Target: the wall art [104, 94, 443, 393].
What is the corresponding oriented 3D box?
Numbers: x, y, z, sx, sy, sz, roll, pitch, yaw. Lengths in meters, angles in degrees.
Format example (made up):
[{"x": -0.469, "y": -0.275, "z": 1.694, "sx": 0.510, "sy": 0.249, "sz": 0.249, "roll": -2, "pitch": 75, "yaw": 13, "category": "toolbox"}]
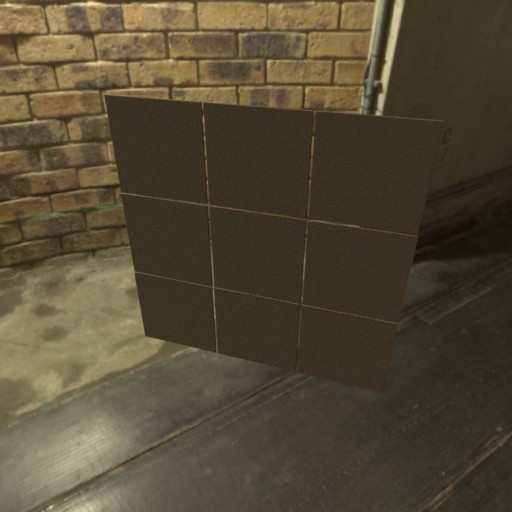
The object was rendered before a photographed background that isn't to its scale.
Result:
[{"x": 0.000, "y": 0.000, "z": 1.397, "sx": 0.919, "sy": 0.917, "sz": 0.010, "roll": 10, "pitch": 33, "yaw": 15, "category": "wall art"}]
